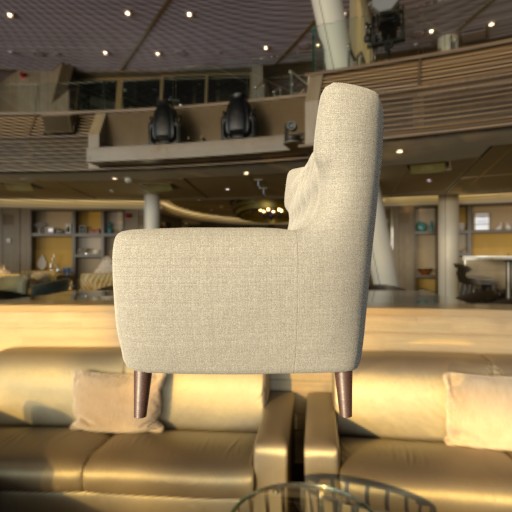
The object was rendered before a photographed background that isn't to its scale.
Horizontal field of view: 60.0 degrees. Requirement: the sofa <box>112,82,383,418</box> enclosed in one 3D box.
[{"bbox_3d":[0.000,0.000,1.958,0.884,1.028,1.386,0,0,-1],"label":"sofa"}]
